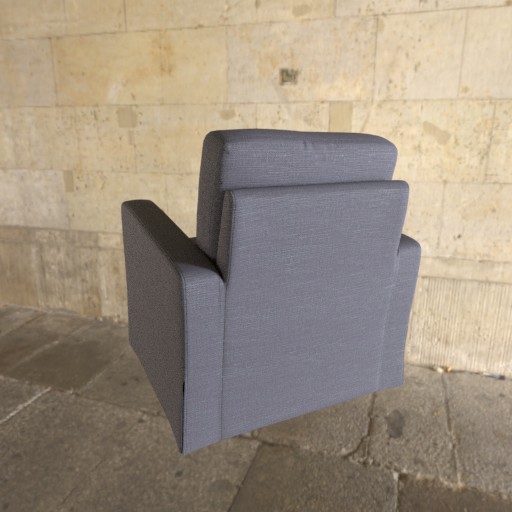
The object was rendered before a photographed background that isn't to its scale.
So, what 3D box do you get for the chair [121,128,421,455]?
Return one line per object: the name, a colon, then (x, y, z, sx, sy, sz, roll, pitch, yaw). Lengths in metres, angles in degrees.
chair: (0.000, 0.000, 1.558, 0.798, 0.855, 0.863, -7, 17, -25)
